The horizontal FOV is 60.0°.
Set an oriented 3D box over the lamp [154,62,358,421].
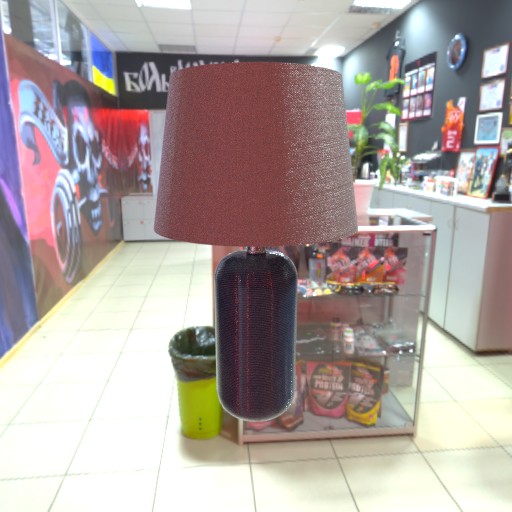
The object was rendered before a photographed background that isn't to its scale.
[{"bbox_3d":[0.000,0.000,0.570,0.253,0.428,0.253,0,13,0],"label":"lamp"}]
